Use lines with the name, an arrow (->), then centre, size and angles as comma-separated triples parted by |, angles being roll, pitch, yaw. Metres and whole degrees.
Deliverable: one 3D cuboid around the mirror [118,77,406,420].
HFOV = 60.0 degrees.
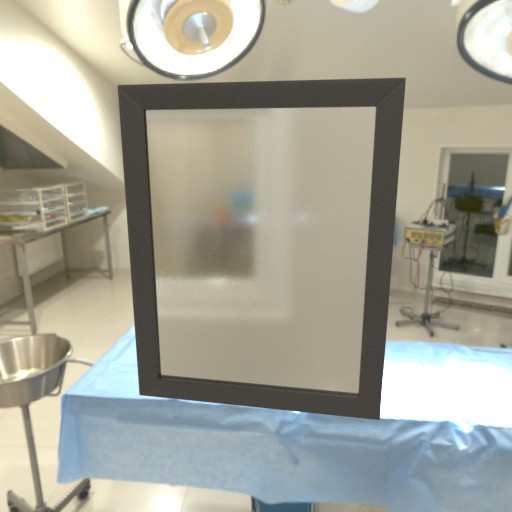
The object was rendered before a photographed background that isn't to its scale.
mirror -> 0.000, 0.000, 0.694 | 0.405, 0.508, 0.041 | 3, 14, 10
